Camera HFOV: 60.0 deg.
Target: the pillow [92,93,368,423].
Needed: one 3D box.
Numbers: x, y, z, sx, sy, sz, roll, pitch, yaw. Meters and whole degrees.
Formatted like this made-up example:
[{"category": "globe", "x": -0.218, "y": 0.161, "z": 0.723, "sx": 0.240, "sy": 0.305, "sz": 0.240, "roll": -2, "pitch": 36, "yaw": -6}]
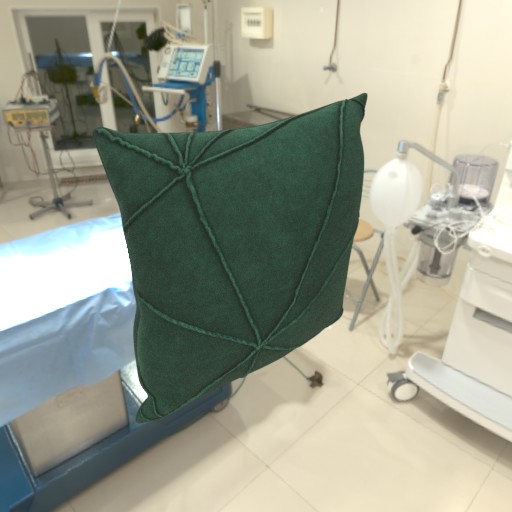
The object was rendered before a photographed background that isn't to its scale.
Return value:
[{"category": "pillow", "x": 0.000, "y": 0.000, "z": 0.670, "sx": 0.439, "sy": 0.440, "sz": 0.184, "roll": -21, "pitch": 35, "yaw": -32}]
